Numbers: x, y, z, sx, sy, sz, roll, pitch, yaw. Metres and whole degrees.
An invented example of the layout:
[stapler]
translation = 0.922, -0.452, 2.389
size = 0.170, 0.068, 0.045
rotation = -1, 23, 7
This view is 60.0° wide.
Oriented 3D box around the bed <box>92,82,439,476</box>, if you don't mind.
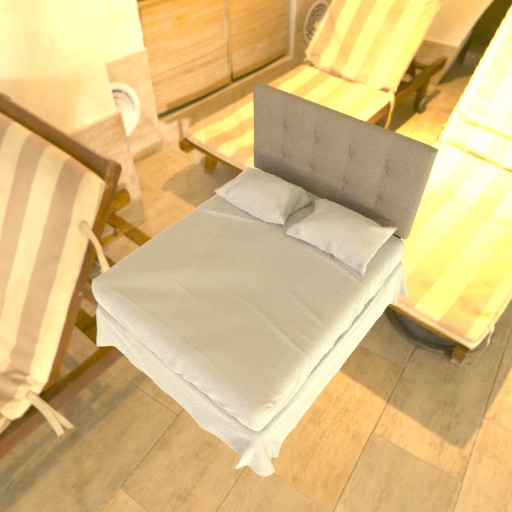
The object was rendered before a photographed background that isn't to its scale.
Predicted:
[bed]
translation = 0.000, 0.000, 3.437
size = 1.936, 1.577, 2.222
rotation = 31, 54, 26
